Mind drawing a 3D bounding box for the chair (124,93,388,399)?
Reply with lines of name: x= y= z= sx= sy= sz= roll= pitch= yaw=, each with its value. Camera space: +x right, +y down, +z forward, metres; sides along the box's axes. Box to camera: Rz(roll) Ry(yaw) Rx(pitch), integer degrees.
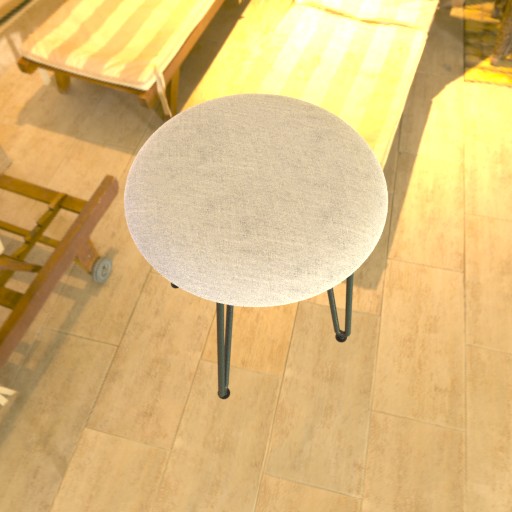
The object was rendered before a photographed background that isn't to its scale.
chair: x=0.000 y=0.000 z=0.662 sx=0.350 sy=0.386 sz=0.350 roll=17 pitch=60 yaw=10
